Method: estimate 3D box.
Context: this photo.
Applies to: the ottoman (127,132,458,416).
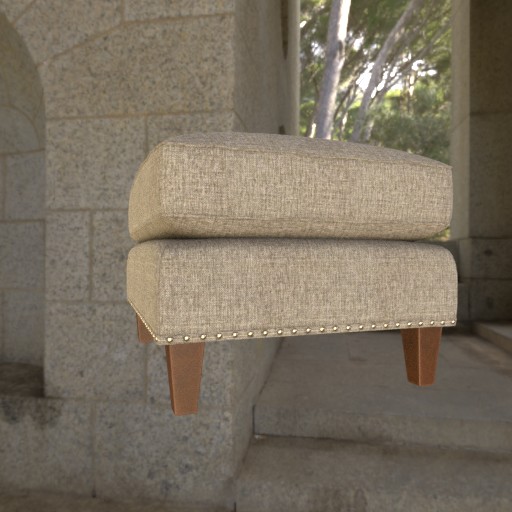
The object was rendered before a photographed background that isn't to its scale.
[{"bbox_3d":[0.000,0.000,1.110,0.584,0.513,0.741,0,0,-20],"label":"ottoman"}]
